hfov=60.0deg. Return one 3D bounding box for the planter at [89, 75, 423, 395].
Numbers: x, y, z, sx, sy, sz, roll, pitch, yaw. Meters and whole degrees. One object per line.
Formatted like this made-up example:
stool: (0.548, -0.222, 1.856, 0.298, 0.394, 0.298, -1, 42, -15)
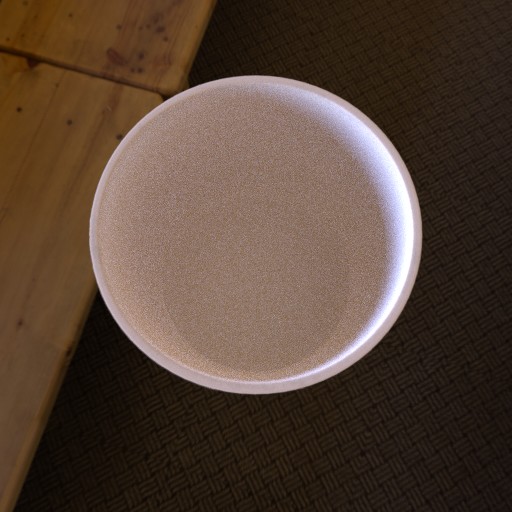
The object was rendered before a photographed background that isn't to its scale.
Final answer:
planter: (0.000, 0.000, 0.392, 0.221, 0.201, 0.221, 0, 77, 0)
